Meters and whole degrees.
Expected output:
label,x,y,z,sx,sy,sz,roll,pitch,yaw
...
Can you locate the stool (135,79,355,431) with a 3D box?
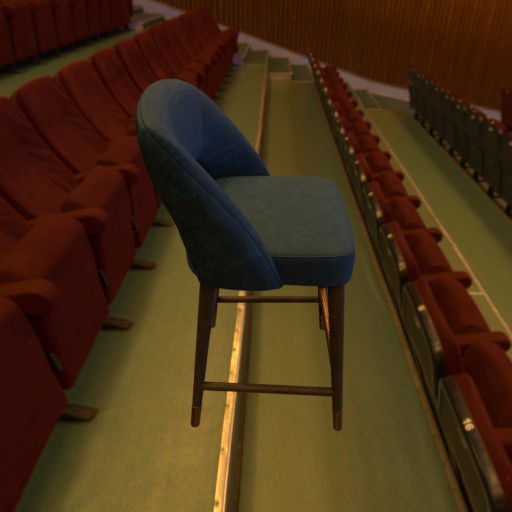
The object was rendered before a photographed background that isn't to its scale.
label,x,y,z,sx,sy,sz,roll,pitch,yaw
stool,0.000,0.000,1.264,0.524,0.925,0.536,1,32,1
